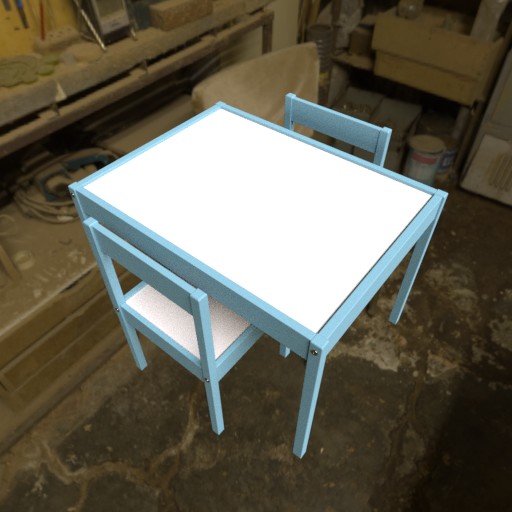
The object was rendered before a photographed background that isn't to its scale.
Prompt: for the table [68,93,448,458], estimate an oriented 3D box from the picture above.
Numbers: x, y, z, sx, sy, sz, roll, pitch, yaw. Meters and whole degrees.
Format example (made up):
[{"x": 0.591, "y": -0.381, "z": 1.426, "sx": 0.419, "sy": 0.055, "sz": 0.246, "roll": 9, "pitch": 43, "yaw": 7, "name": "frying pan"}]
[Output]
[{"x": 0.000, "y": 0.000, "z": 1.076, "sx": 0.639, "sy": 0.503, "sz": 0.633, "roll": 30, "pitch": 53, "yaw": 26, "name": "table"}]
